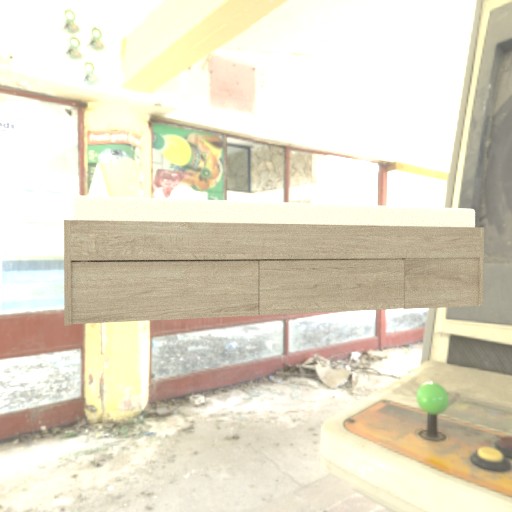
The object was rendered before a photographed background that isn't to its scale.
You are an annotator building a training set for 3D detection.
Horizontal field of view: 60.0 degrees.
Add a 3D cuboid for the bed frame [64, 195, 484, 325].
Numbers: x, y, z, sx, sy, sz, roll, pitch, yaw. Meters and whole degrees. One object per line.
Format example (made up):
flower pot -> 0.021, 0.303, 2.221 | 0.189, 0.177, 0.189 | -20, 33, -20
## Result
bed frame -> 0.000, 0.000, 2.627 | 1.944, 0.490, 1.448 | 0, 1, -17
